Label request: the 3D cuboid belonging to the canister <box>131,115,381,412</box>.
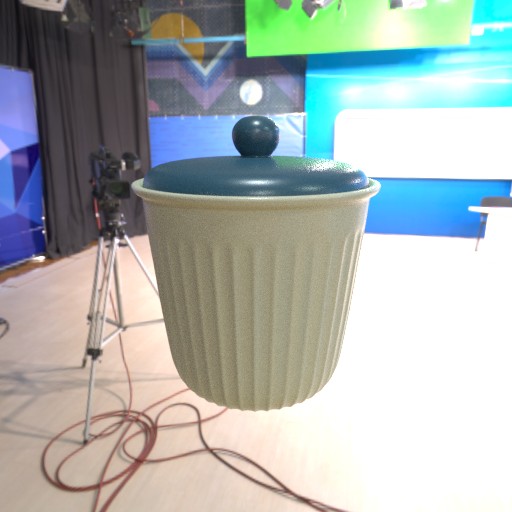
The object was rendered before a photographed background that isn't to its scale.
[{"bbox_3d":[0.000,0.000,0.349,0.181,0.211,0.181,0,16,0],"label":"canister"}]
